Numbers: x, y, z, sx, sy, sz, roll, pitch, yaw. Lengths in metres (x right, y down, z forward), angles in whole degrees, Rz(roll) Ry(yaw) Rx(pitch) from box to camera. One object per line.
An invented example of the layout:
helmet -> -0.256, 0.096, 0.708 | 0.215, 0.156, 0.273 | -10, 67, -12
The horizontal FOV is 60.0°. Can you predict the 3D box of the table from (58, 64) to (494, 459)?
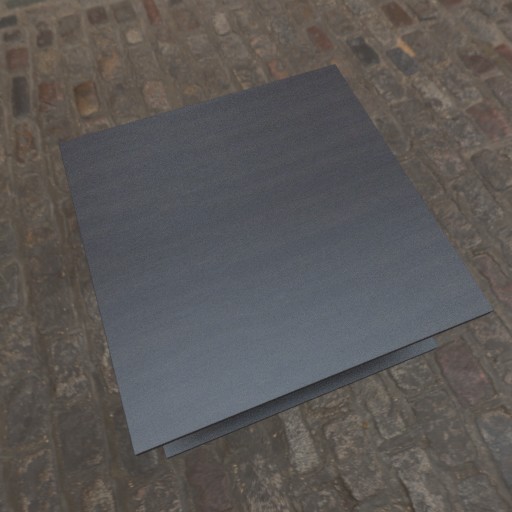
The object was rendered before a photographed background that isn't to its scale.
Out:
table -> 0.000, 0.000, 1.187 | 0.762, 0.396, 0.762 | -19, 66, -9
